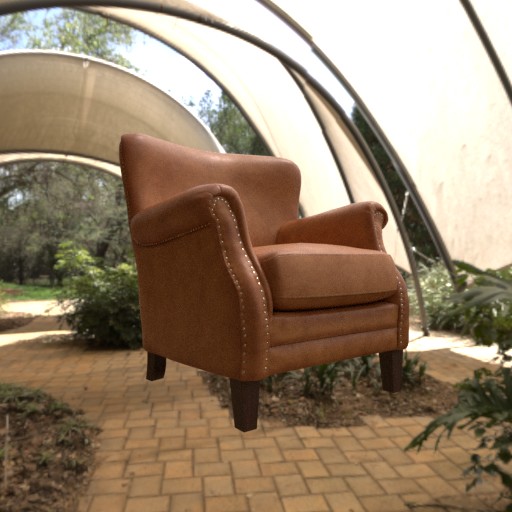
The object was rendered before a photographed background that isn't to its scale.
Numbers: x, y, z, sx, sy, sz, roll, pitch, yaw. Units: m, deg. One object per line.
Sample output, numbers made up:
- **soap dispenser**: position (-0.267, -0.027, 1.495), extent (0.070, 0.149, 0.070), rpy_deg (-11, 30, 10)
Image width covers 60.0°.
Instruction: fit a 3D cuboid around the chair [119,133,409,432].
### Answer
- **chair**: position (0.000, 0.000, 1.659), extent (0.861, 0.936, 0.921), rpy_deg (0, 0, -37)
